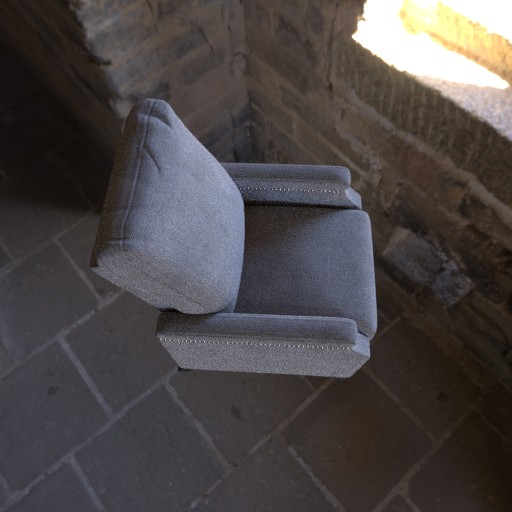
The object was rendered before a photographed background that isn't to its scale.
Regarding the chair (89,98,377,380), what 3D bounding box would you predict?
[{"bbox_3d":[0.000,0.000,1.670,0.922,1.049,0.710,3,64,1],"label":"chair"}]
